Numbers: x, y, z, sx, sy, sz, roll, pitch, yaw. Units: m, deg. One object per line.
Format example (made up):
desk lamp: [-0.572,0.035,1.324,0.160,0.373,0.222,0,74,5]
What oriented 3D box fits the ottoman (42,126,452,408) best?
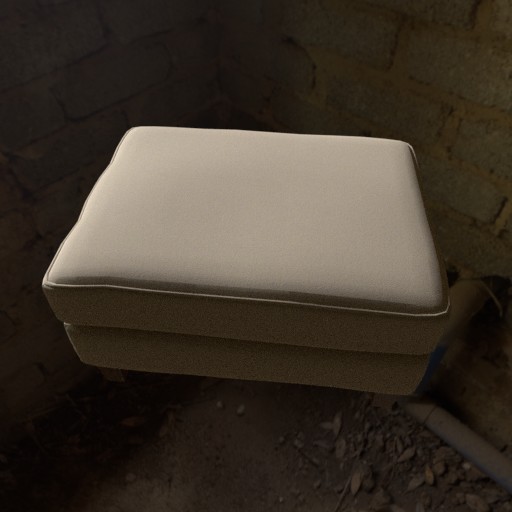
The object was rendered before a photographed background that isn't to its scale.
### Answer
ottoman: [0.000,0.000,1.181,0.818,0.485,0.634,4,47,4]
